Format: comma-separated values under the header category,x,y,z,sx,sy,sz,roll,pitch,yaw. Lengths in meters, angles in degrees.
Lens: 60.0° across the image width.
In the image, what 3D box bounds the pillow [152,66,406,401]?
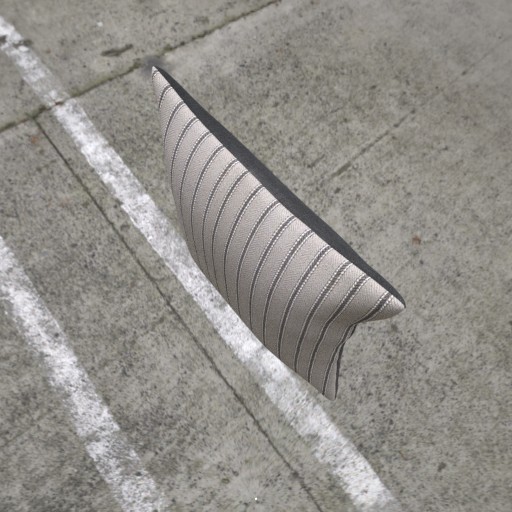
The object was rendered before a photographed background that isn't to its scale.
category,x,y,z,sx,sy,sz,roll,pitch,yaw
pillow,0.000,0.000,0.712,0.138,0.444,0.468,-35,67,-17
